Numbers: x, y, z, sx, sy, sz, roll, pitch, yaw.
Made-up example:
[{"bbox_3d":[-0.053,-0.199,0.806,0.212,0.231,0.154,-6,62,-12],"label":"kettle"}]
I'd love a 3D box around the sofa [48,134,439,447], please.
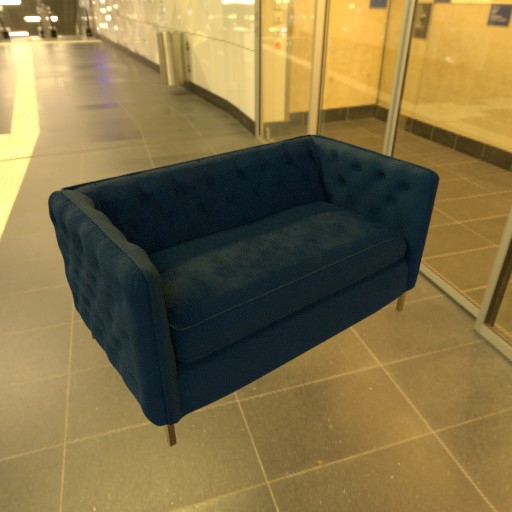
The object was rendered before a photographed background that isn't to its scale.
[{"bbox_3d":[0.000,0.000,2.156,1.583,0.810,0.909,-21,36,-32],"label":"sofa"}]
